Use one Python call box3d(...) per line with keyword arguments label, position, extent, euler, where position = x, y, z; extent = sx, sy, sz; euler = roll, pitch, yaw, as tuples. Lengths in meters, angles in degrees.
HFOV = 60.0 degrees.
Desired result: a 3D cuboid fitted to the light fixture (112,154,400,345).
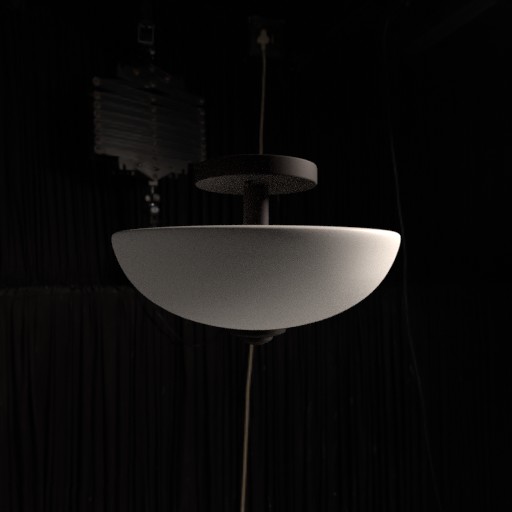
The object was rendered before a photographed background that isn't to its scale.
box3d(label="light fixture", position=(0.000, 0.000, 0.534), extent=(0.331, 0.212, 0.331), euler=(0, -1, 0))
